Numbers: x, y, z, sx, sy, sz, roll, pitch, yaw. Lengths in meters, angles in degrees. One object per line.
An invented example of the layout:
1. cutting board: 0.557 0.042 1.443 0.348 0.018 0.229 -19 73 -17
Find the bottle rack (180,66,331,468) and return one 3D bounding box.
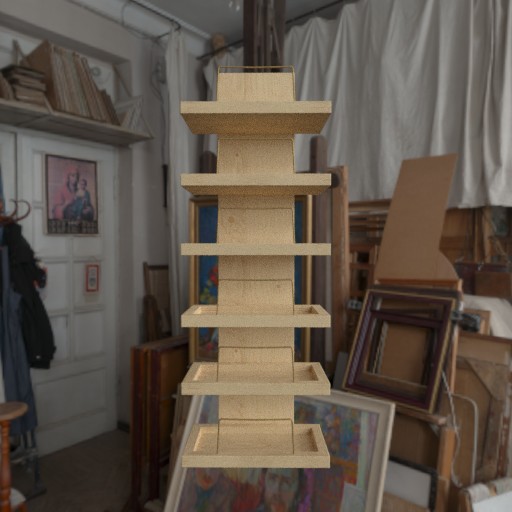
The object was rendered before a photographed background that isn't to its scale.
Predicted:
1. bottle rack: 0.000 0.000 1.080 0.330 0.943 0.206 0 1 0
